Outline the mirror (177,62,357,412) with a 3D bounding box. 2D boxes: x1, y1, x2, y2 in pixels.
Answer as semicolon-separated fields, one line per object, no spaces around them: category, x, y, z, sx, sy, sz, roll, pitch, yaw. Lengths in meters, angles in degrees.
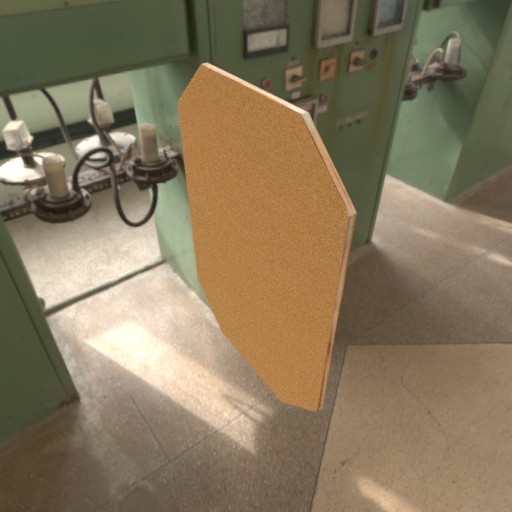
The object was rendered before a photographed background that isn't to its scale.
mirror;0.000;0.000;1.323;0.061;1.015;0.709;-25;46;-26
